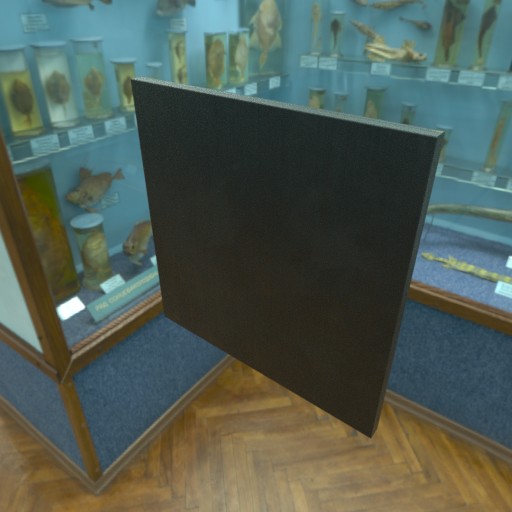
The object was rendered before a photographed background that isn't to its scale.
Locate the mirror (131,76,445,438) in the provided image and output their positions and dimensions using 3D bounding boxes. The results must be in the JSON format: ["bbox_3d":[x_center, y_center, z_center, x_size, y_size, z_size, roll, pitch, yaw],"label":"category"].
[{"bbox_3d":[0.000,0.000,0.558,0.382,0.381,0.020,23,39,32],"label":"mirror"}]
